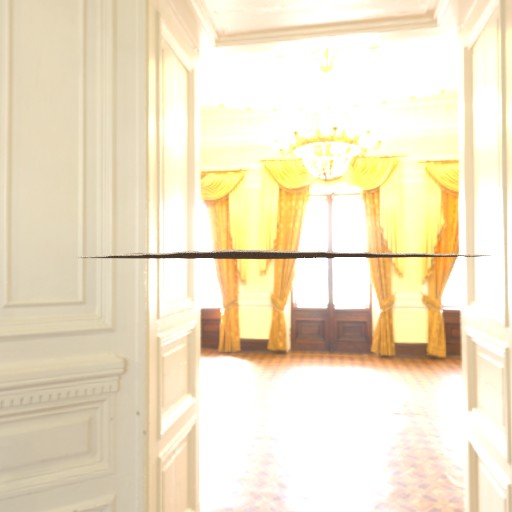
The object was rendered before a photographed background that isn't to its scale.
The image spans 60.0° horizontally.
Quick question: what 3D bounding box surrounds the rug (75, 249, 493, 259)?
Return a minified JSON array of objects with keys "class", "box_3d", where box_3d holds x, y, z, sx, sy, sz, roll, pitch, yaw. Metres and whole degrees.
[{"class":"rug","box_3d":[0.000,0.000,3.225,1.964,0.025,2.455,1,-1,-35]}]
